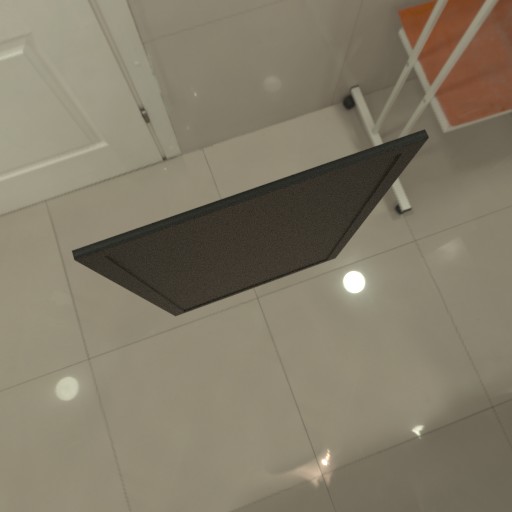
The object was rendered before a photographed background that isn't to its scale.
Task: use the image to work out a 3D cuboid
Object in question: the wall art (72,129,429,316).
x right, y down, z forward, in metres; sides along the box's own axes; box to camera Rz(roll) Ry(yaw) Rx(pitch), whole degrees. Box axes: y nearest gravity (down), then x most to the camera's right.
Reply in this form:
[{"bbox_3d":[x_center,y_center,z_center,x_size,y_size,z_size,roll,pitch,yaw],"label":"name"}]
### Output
[{"bbox_3d":[0.000,0.000,0.852,0.451,0.661,0.012,-20,77,-5],"label":"wall art"}]
